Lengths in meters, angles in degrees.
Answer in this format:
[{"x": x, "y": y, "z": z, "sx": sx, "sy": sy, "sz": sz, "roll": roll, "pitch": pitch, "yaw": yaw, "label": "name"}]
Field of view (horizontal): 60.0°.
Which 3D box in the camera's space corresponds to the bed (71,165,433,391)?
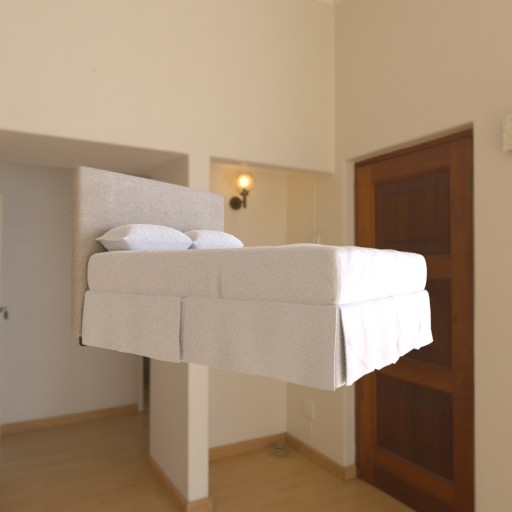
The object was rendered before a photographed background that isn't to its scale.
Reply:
[{"x": 0.000, "y": 0.000, "z": 3.297, "sx": 2.162, "sy": 1.330, "sz": 1.713, "roll": -1, "pitch": -1, "yaw": 35, "label": "bed"}]
